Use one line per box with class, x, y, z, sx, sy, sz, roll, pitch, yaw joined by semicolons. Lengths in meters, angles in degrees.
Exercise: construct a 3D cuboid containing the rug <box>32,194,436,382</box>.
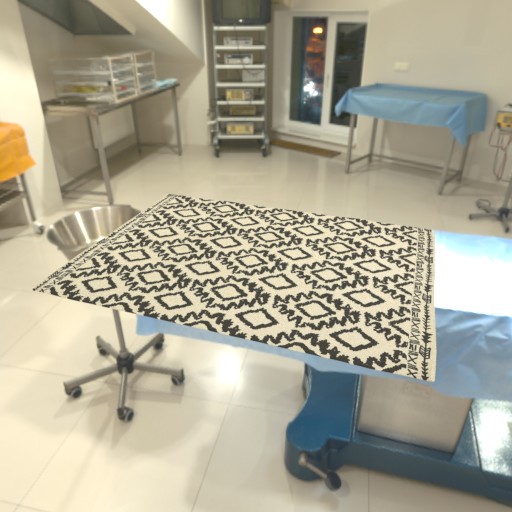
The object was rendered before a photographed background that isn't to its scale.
rug;0.000;0.000;4.402;3.369;0.036;2.444;10;31;17
